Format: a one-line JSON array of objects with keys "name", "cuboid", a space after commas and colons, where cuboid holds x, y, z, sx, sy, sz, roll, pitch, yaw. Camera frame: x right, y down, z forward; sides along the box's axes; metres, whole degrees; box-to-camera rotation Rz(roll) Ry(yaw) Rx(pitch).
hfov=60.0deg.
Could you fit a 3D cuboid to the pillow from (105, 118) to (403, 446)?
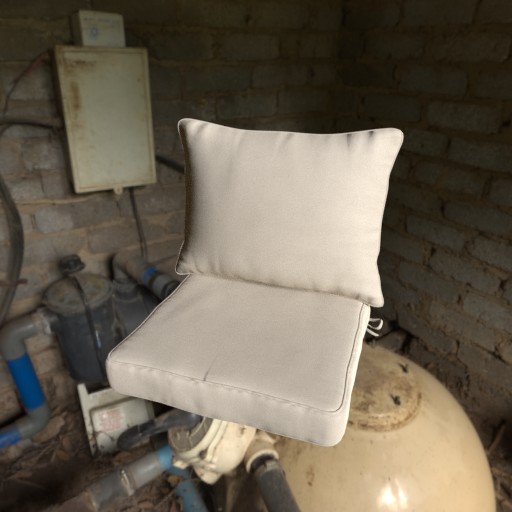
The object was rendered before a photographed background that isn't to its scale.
[{"name": "pillow", "cuboid": [0.000, 0.000, 1.366, 0.798, 0.716, 0.733, 8, 26, 17]}]
